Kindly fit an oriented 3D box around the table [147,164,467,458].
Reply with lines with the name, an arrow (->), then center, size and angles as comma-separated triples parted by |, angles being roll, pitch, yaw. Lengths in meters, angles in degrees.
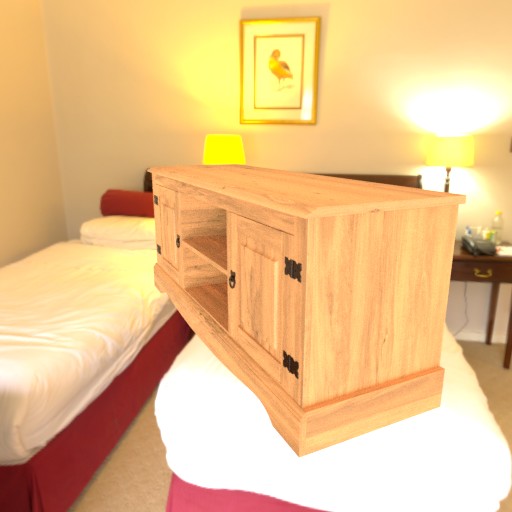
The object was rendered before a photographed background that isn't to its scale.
table -> 0.000, 0.000, 1.436 | 0.400, 0.510, 1.200 | -7, 17, -25
